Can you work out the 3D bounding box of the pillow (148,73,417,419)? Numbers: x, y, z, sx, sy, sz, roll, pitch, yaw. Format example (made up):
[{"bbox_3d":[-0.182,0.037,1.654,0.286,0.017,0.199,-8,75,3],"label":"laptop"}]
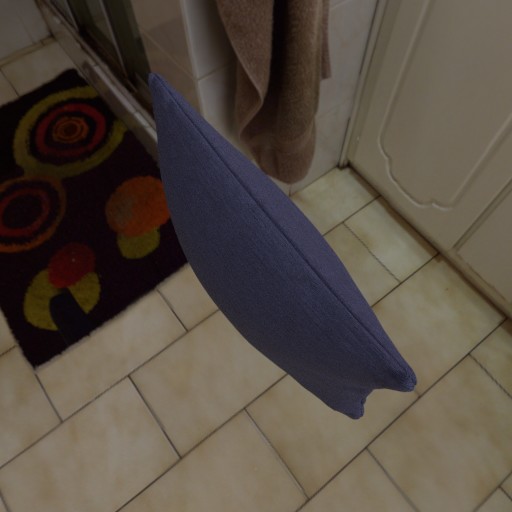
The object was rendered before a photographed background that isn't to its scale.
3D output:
[{"bbox_3d":[0.000,0.000,0.777,0.210,0.338,0.633,-33,69,-14],"label":"pillow"}]
